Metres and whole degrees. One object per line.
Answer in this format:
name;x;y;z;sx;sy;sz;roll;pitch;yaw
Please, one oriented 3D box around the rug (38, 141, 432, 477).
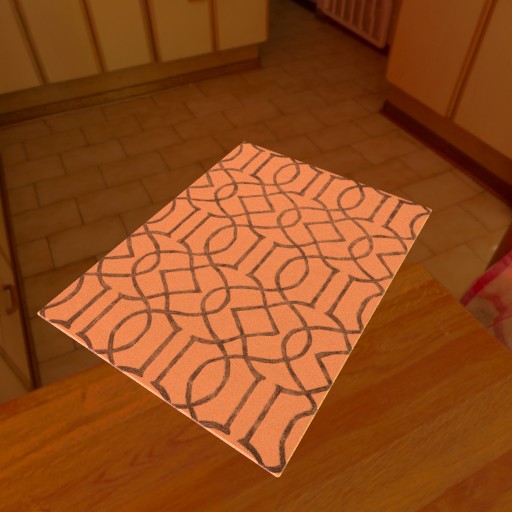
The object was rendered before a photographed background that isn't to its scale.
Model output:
rug;0.000;0.000;3.899;2.211;0.021;2.910;25;52;22
